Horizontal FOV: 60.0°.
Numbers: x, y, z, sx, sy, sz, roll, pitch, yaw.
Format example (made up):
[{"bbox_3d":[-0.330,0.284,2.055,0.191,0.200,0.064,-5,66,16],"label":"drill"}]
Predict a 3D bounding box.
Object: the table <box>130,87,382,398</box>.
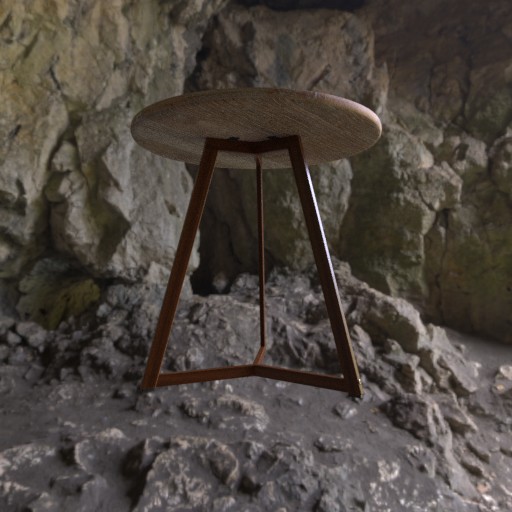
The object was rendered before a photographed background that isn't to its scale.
[{"bbox_3d":[0.000,0.000,0.912,0.500,0.500,0.500,0,-1,0],"label":"table"}]
